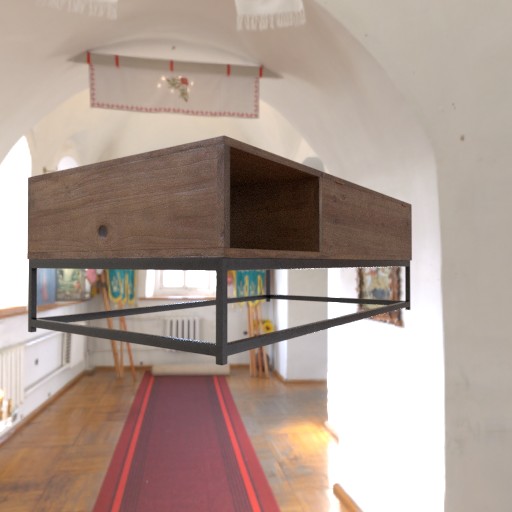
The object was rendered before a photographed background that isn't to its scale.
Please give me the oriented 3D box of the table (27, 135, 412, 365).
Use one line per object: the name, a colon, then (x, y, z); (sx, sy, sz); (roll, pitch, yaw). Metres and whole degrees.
table: (0.000, 0.000, 1.392); (0.655, 0.395, 1.101); (-1, -1, 35)
